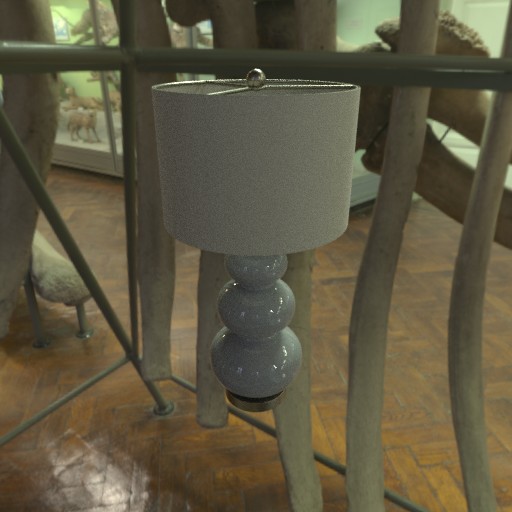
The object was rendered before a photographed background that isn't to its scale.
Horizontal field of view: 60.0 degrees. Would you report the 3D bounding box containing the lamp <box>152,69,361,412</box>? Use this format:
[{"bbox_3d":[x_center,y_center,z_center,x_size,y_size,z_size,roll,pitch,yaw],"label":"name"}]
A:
[{"bbox_3d":[0.000,0.000,0.938,0.367,0.730,0.367,17,30,32],"label":"lamp"}]
